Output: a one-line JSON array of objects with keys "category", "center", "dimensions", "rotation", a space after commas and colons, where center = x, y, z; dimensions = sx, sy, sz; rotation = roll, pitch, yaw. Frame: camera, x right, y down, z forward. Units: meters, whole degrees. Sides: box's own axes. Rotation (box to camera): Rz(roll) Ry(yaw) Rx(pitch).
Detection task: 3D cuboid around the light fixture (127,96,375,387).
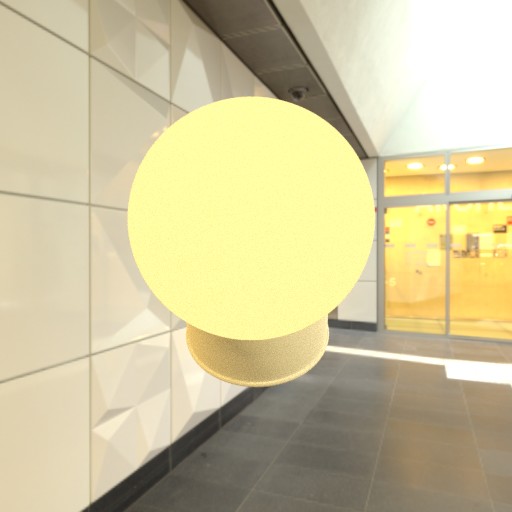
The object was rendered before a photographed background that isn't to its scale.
[{"category": "light fixture", "center": [0.000, 0.000, 0.331], "dimensions": [0.127, 0.199, 0.209], "rotation": [0, 0, 2]}]
